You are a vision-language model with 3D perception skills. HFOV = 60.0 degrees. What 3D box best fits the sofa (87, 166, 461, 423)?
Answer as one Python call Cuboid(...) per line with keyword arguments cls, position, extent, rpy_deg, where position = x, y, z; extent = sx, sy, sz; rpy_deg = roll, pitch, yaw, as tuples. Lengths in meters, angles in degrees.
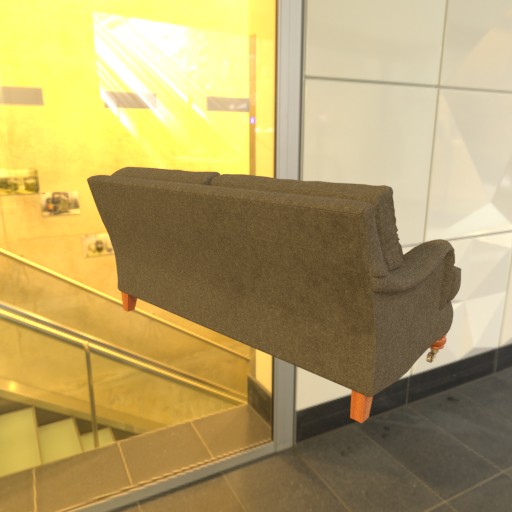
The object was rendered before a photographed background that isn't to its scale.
Cuboid(cls="sofa", position=(0.000, 0.000, 2.749), extent=(2.160, 1.054, 1.087), rpy_deg=(13, 20, 42))
